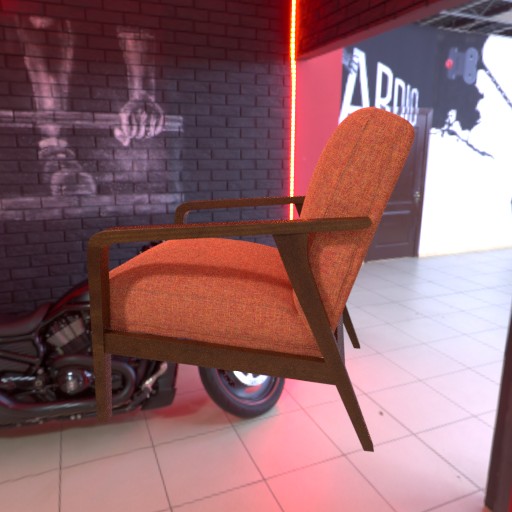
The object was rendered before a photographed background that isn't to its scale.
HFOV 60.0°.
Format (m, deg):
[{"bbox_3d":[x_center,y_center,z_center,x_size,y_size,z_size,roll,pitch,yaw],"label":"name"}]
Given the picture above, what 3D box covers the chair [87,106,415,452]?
[{"bbox_3d":[0.000,0.000,1.455,0.860,0.890,0.719,2,13,10],"label":"chair"}]
